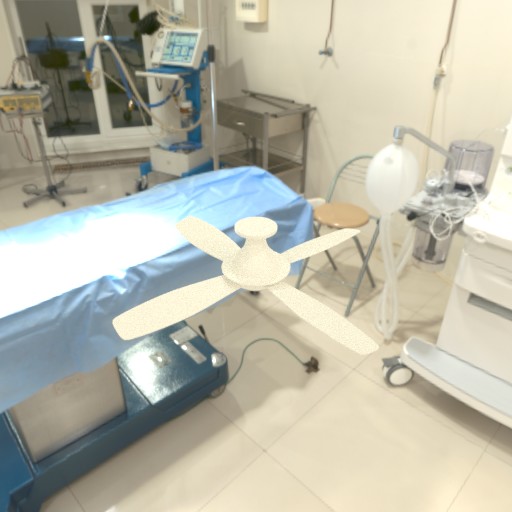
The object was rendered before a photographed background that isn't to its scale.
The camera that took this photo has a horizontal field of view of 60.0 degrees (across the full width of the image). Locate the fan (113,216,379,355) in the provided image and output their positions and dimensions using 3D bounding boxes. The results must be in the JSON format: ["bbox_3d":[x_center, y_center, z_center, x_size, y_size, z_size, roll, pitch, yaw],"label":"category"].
[{"bbox_3d":[0.000,0.000,2.510,1.694,0.382,1.693,-22,37,-32],"label":"fan"}]
